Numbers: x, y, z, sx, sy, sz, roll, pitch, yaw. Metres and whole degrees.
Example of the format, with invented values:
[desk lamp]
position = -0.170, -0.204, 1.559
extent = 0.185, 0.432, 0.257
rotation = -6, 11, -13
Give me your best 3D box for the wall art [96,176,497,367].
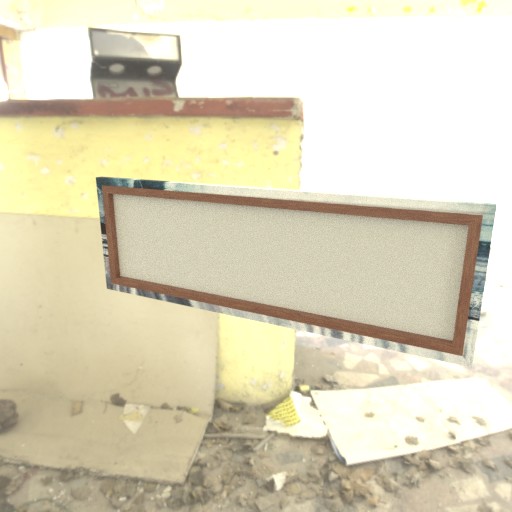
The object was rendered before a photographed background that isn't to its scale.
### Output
[wall art]
position = 0.000, 0.000, 1.652
extent = 1.524, 0.509, 0.037
rotation = 8, 18, 26
